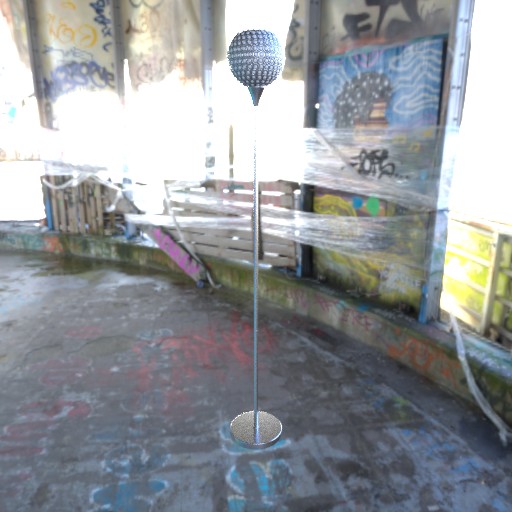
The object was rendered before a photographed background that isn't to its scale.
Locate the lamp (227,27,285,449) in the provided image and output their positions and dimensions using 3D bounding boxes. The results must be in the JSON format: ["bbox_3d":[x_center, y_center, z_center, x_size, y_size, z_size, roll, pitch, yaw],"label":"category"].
[{"bbox_3d":[0.000,0.000,1.956,0.254,1.805,0.254,0,15,0],"label":"lamp"}]
